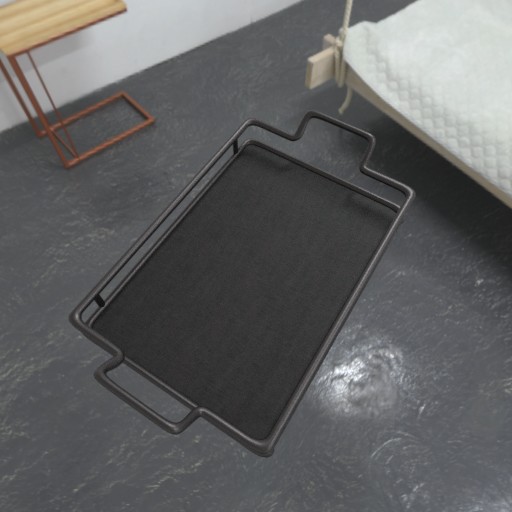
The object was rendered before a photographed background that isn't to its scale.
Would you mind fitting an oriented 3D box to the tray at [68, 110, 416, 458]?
[{"bbox_3d":[0.000,0.000,0.611,0.297,0.101,0.495,29,64,16],"label":"tray"}]
